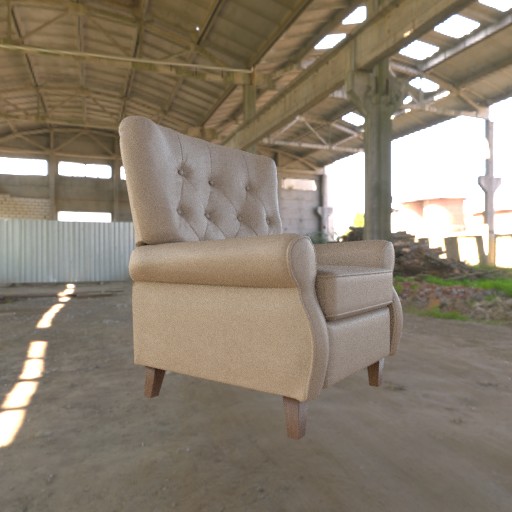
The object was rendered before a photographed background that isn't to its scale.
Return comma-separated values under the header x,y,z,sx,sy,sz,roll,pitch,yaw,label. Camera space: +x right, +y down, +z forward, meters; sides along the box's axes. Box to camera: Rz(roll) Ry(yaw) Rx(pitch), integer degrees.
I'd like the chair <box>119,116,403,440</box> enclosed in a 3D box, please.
x,y,z,sx,sy,sz,roll,pitch,yaw,label
0.000,0.000,1.914,1.041,1.138,0.999,0,0,36,chair
